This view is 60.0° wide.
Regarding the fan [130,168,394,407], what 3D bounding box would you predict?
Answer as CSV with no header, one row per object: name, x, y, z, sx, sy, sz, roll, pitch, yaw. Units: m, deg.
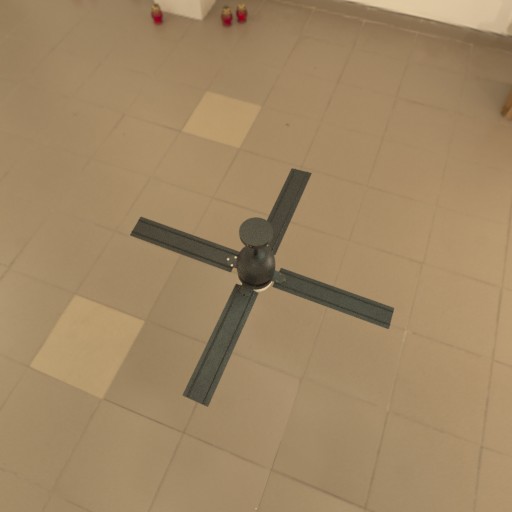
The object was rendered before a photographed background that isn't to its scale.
fan,0.000,0.000,2.002,1.319,0.410,1.319,18,62,10
